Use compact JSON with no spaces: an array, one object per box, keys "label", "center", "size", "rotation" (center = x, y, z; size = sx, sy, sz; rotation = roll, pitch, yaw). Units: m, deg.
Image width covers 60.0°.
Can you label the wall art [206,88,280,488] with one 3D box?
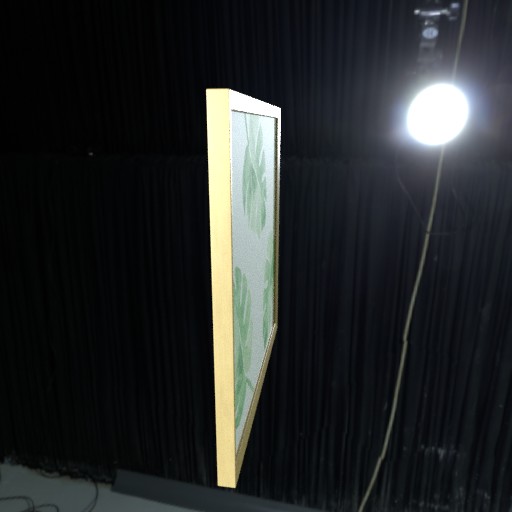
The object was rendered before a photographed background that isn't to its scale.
[{"label":"wall art","center":[0.000,0.000,1.159],"size":[0.037,0.763,0.763],"rotation":[3,16,9]}]
